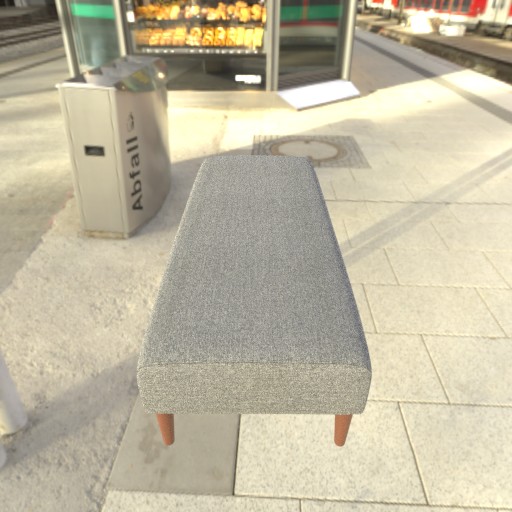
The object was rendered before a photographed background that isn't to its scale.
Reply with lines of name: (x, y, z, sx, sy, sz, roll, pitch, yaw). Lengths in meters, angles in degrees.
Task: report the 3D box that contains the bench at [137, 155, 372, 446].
bench: (0.000, 0.000, 1.861, 0.631, 0.384, 1.598, 0, 31, 0)
